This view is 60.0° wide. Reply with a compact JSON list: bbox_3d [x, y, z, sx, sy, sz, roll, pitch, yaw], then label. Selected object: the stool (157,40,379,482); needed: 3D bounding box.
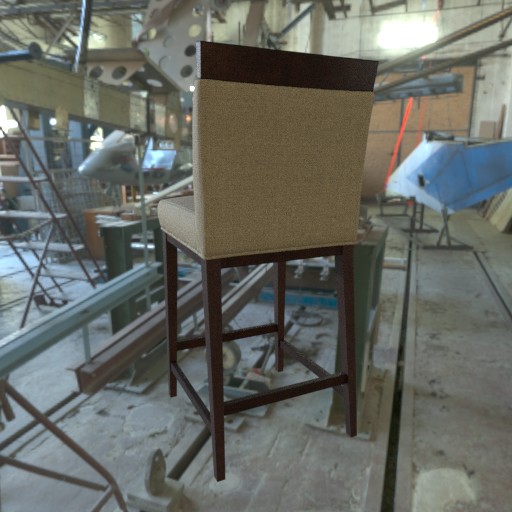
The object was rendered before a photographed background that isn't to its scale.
[{"bbox_3d":[0.000,0.000,1.265,0.463,1.011,0.480,-6,14,-25],"label":"stool"}]
